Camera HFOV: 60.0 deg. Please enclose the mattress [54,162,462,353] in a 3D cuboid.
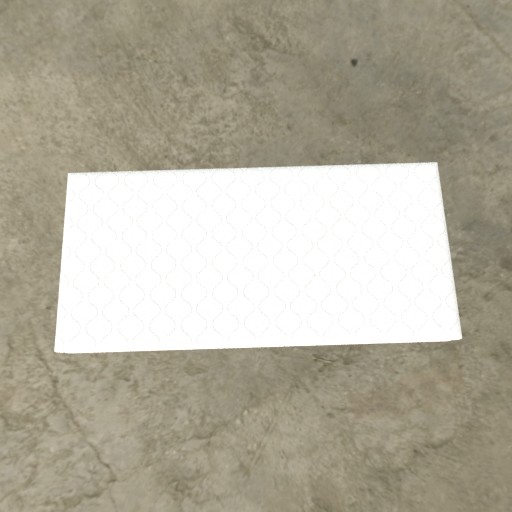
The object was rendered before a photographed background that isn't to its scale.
[{"bbox_3d":[0.000,0.000,2.241,1.900,0.200,0.900,-2,76,0],"label":"mattress"}]
